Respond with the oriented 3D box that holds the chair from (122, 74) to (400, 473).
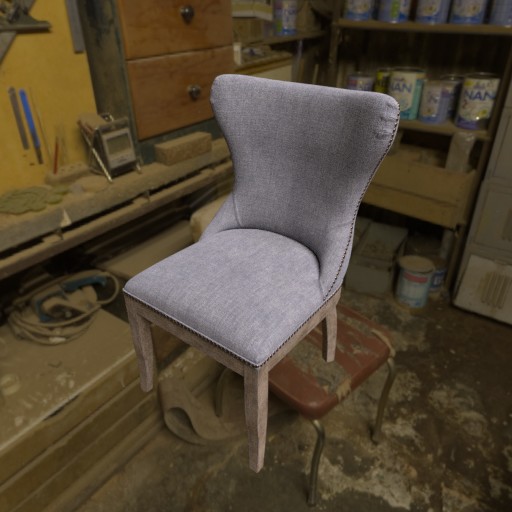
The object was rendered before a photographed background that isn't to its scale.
[{"bbox_3d":[0.000,0.000,1.435,0.654,1.002,0.681,22,37,32],"label":"chair"}]
